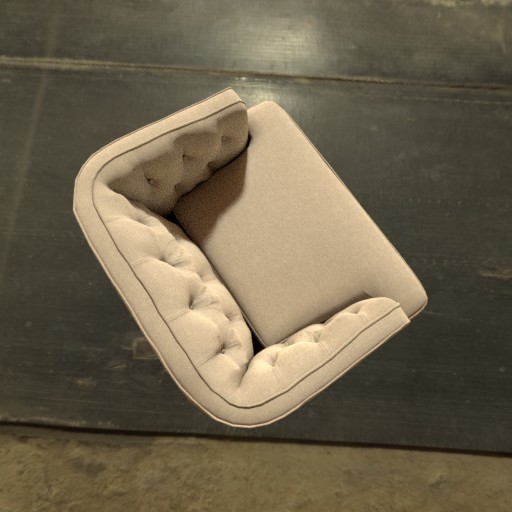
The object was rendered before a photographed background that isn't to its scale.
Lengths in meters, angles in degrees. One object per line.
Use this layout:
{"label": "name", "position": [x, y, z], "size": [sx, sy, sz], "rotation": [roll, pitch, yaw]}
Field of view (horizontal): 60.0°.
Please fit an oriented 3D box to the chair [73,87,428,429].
{"label": "chair", "position": [0.000, 0.000, 1.783], "size": [0.941, 0.852, 1.104], "rotation": [-34, 79, -8]}
